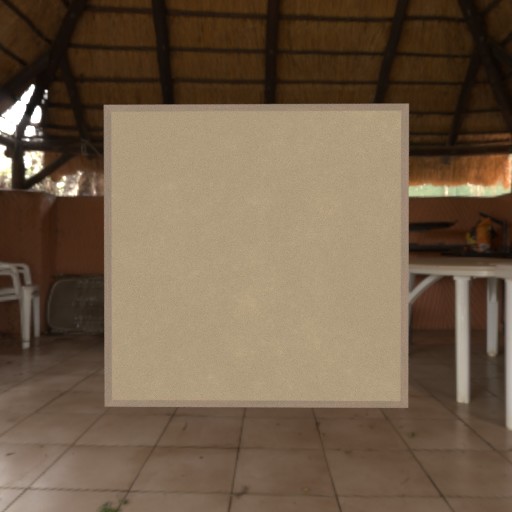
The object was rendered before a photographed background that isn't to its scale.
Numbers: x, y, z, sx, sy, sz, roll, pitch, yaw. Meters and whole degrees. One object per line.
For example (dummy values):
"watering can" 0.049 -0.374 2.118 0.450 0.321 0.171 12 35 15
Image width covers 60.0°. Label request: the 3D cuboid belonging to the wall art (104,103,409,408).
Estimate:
"wall art" 0.000 0.000 0.462 0.304 0.303 0.038 0 0 1
